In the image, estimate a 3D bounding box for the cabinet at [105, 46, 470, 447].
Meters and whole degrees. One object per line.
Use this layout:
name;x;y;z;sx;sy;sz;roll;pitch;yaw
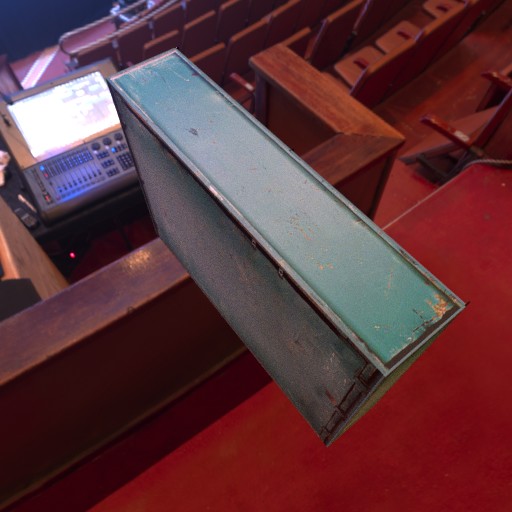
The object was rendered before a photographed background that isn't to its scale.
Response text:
cabinet;0.000;0.000;3.885;0.680;2.160;3.001;-33;64;-19
